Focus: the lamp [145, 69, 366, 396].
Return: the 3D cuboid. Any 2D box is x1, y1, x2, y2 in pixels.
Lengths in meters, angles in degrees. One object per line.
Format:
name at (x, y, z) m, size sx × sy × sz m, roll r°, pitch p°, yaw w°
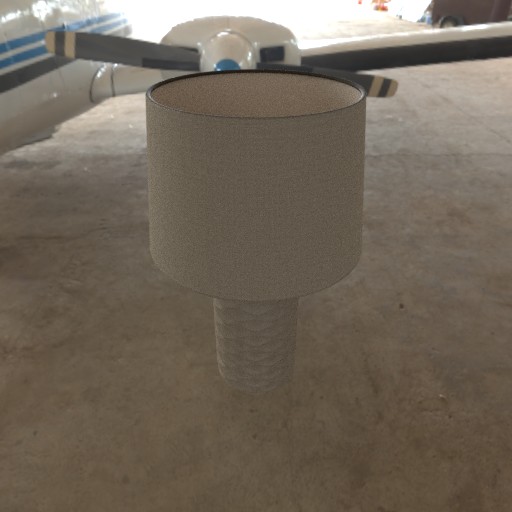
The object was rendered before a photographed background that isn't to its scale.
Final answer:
lamp at (0.000, 0.000, 0.823) m, size 0.376 × 0.594 × 0.376 m, roll 0°, pitch 32°, yaw 0°
